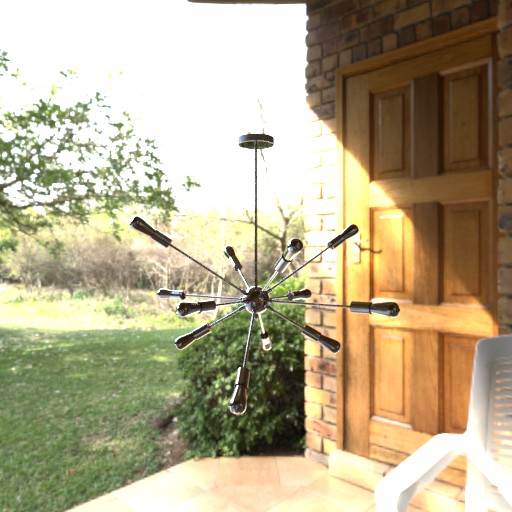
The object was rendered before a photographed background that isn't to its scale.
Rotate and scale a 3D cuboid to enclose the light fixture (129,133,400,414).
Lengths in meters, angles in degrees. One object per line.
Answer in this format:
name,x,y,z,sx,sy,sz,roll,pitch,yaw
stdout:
light fixture,0.000,0.000,1.051,0.684,0.558,0.509,0,-1,37
